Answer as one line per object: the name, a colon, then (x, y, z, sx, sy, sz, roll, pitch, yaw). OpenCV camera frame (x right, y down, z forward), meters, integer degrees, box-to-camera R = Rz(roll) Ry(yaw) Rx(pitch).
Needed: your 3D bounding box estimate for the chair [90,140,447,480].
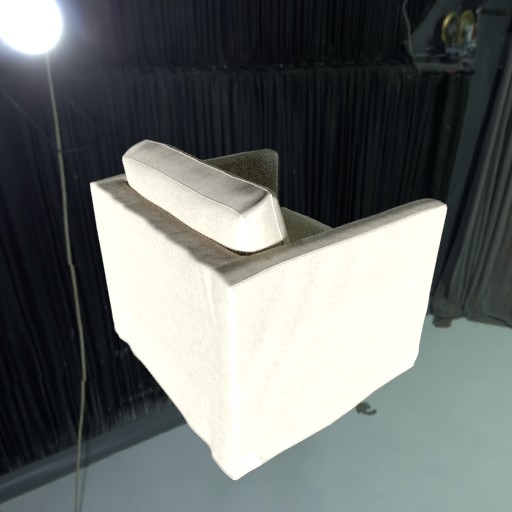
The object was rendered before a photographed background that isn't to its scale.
chair: (0.000, 0.000, 1.779, 0.949, 0.867, 1.057, -18, 32, -32)
